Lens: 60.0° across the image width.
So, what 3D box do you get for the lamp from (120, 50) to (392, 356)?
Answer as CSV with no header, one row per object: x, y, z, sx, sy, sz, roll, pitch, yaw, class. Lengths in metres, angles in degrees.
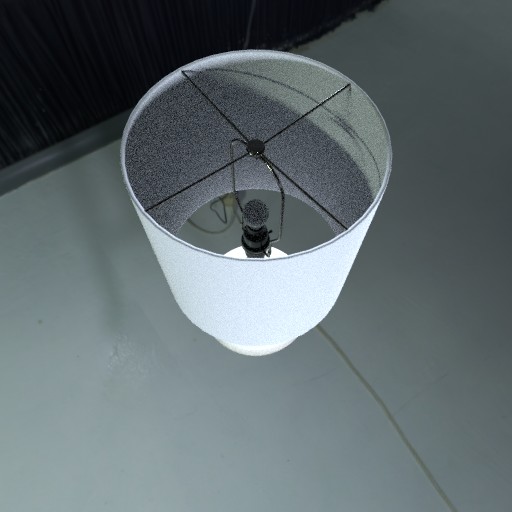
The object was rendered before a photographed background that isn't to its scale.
0.000,0.000,0.535,0.217,0.404,0.217,-36,68,-17,lamp
